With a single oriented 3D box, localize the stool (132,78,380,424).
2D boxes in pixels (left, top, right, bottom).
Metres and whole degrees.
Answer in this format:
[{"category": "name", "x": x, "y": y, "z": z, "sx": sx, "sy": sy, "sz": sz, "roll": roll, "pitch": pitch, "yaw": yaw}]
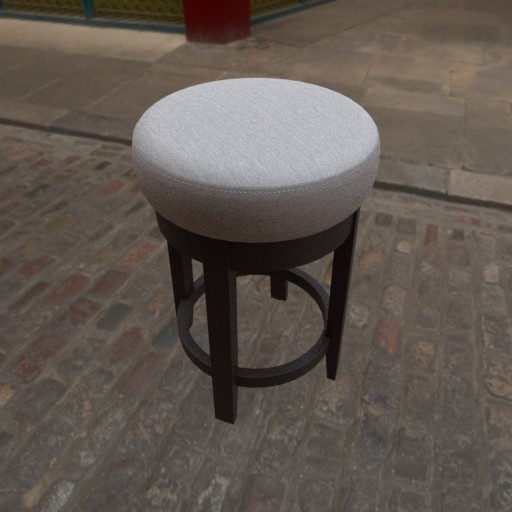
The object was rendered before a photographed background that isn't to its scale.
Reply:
[{"category": "stool", "x": 0.000, "y": 0.000, "z": 0.981, "sx": 0.443, "sy": 0.672, "sz": 0.443, "roll": 0, "pitch": 40, "yaw": 0}]
